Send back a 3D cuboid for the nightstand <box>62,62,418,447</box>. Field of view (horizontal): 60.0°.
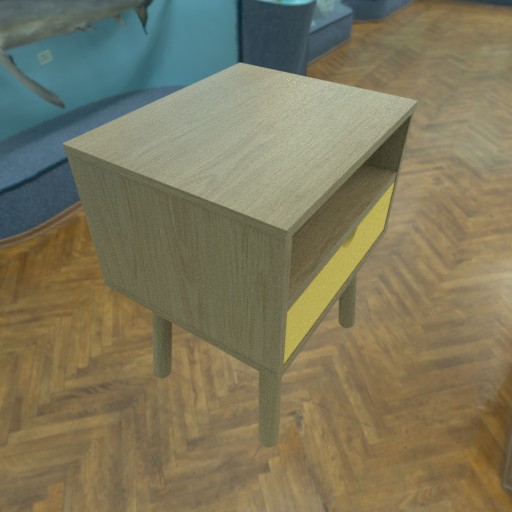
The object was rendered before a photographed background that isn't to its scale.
[{"bbox_3d":[0.000,0.000,0.894,0.380,0.571,0.450,23,46,25],"label":"nightstand"}]
